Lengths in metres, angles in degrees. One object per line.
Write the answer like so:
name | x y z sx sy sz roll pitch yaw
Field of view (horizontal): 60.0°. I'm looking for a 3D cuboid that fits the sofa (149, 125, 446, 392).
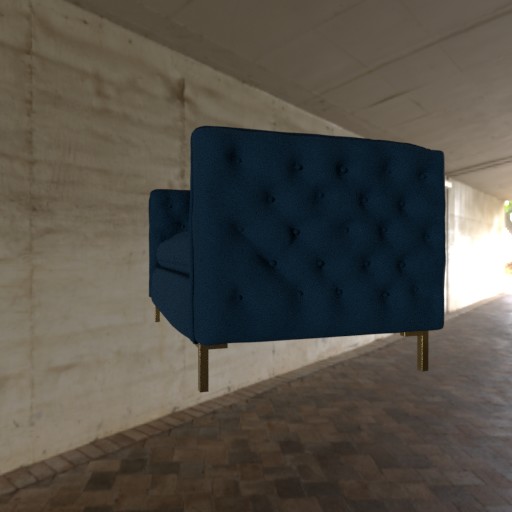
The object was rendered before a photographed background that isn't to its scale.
sofa | 0.000 0.000 2.133 0.909 0.810 1.583 0 1 -18
